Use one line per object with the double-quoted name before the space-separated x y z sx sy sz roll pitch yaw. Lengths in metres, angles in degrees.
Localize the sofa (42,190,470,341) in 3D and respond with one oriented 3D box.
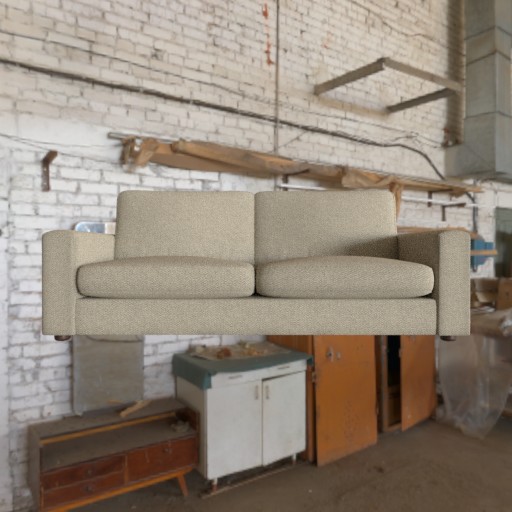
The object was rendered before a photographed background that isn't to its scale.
"sofa" 0.000 0.000 2.701 2.179 0.873 1.016 0 1 0
